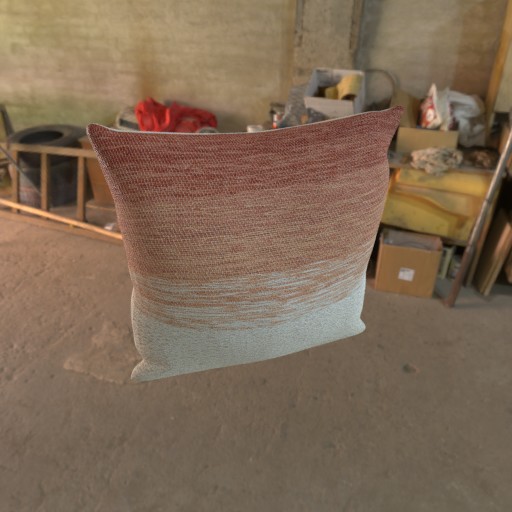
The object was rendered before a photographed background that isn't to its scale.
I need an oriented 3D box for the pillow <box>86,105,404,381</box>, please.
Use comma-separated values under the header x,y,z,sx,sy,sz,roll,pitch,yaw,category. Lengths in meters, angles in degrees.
x,y,z,sx,sy,sz,roll,pitch,yaw,category
0.000,0.000,0.688,0.440,0.441,0.182,-9,33,-13,pillow
